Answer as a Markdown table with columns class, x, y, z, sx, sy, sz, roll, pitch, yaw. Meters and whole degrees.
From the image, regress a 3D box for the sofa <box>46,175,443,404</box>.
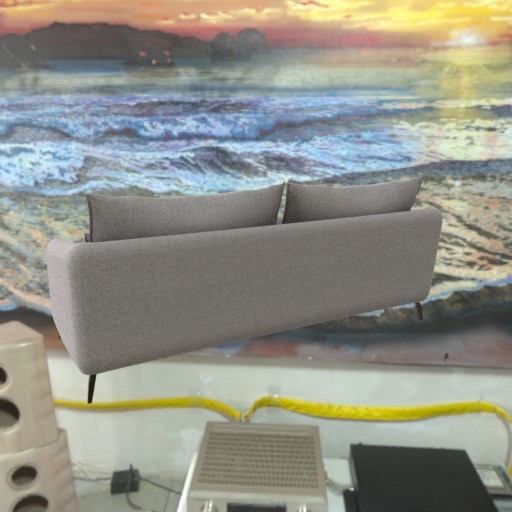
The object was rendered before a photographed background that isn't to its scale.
| class | x | y | z | sx | sy | sz | roll | pitch | yaw |
| --- | --- | --- | --- | --- | --- | --- | --- | --- | --- |
| sofa | 0.000 | 0.000 | 2.369 | 2.022 | 0.833 | 0.809 | -8 | 17 | -26 |
